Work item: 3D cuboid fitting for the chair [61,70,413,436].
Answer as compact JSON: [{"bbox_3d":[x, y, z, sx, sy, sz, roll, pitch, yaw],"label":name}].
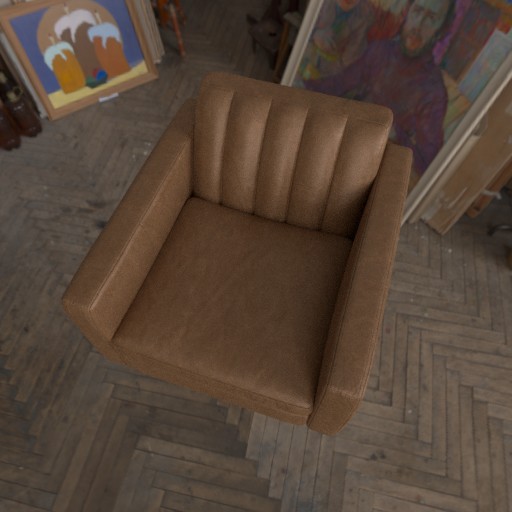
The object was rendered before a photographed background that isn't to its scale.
[{"bbox_3d":[0.000,0.000,1.662,0.953,0.819,0.998,16,60,10],"label":"chair"}]
